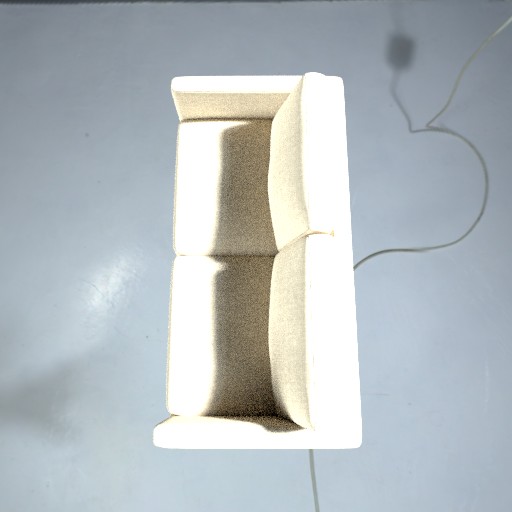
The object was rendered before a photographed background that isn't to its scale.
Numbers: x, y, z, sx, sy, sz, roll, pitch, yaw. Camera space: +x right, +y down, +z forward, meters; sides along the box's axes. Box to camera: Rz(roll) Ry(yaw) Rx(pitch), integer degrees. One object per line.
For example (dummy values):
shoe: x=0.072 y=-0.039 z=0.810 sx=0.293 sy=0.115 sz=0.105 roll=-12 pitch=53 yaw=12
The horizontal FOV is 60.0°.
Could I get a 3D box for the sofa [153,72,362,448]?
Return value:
sofa: x=0.000 y=0.000 z=2.422 sx=0.950 sy=0.963 sz=1.884 roll=0 pitch=76 yaw=0
